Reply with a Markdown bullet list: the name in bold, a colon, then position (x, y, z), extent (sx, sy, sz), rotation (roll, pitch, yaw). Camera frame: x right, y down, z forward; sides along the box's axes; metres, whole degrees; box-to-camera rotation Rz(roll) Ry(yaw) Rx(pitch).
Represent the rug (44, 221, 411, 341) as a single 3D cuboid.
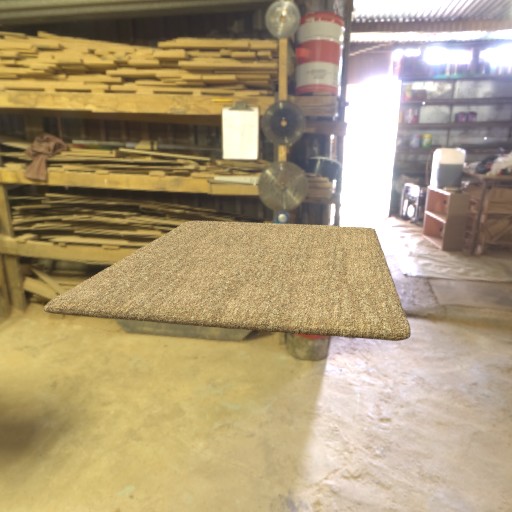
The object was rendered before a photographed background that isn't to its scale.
- **rug**: position (0.000, 0.000, 3.893), extent (2.242, 0.050, 2.873), rotation (3, 16, 10)
